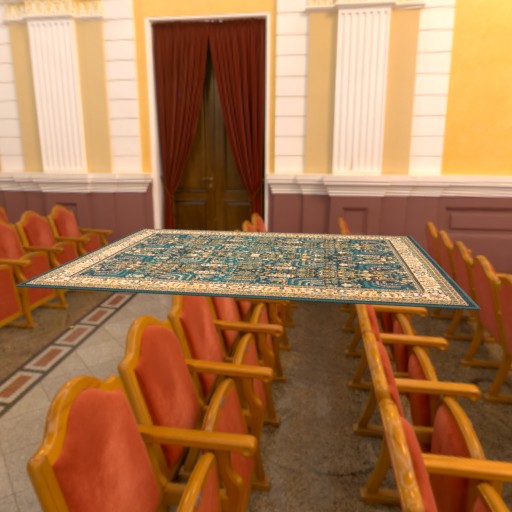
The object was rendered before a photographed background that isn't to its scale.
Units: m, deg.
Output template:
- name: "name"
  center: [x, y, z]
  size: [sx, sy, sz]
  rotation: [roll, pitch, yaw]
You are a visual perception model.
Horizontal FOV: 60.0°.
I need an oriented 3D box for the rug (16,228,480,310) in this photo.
- name: "rug"
  center: [0.000, 0.000, 3.927]
  size: [3.044, 0.015, 2.226]
  rotation: [2, 14, 8]
